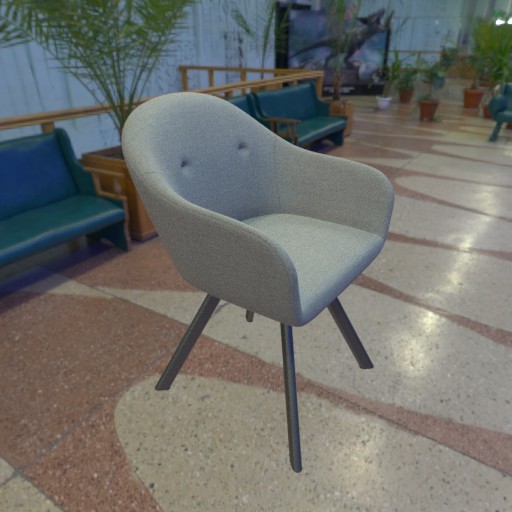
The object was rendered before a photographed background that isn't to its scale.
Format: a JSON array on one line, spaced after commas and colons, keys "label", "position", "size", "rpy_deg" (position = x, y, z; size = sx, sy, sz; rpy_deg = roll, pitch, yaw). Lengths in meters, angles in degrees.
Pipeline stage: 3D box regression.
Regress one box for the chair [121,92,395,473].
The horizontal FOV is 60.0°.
[{"label": "chair", "position": [0.000, 0.000, 1.169], "size": [0.570, 0.780, 0.540], "rpy_deg": [17, 31, 31]}]
